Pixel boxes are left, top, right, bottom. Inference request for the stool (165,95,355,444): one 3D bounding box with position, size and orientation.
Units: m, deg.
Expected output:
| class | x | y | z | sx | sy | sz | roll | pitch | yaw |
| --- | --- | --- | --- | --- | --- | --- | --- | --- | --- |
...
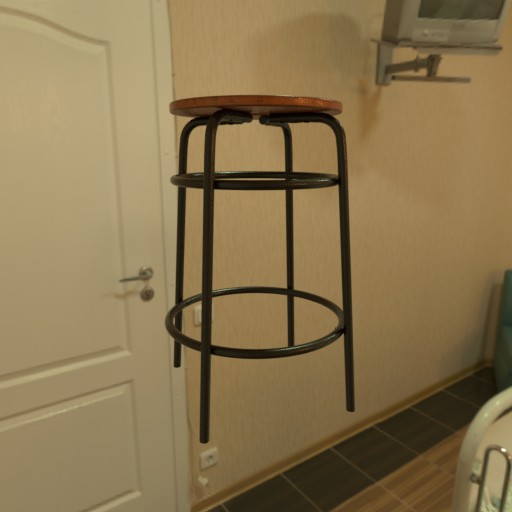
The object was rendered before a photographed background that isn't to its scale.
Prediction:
| class | x | y | z | sx | sy | sz | roll | pitch | yaw |
| --- | --- | --- | --- | --- | --- | --- | --- | --- | --- |
| stool | 0.000 | 0.000 | 0.941 | 0.455 | 0.610 | 0.455 | 6 | 15 | 25 |
